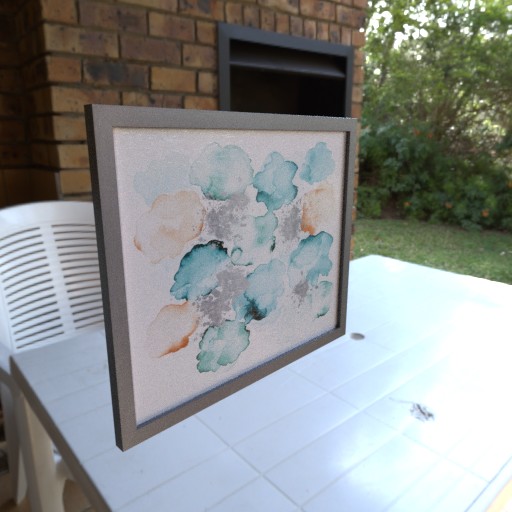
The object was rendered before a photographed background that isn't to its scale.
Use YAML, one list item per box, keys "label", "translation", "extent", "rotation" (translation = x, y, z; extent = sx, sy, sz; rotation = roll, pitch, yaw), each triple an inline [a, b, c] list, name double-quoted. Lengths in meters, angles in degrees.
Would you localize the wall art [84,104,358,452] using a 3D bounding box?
- label: "wall art"
  translation: [0.000, 0.000, 0.911]
  extent: [0.026, 0.558, 0.660]
  rotation: [14, 21, 43]
